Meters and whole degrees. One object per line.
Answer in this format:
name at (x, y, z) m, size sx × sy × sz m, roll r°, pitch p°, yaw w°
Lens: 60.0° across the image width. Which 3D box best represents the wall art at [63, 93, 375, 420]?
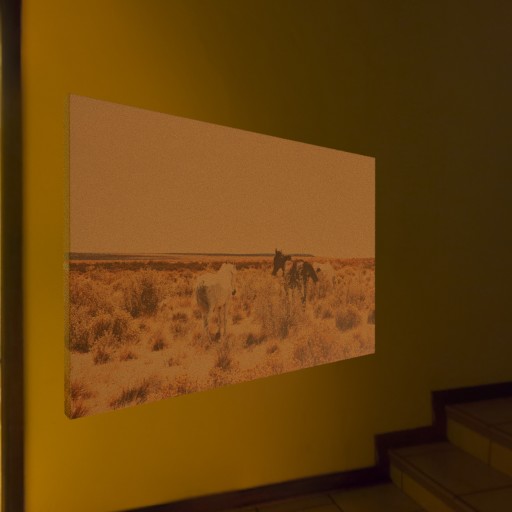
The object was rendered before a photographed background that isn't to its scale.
wall art at (0.000, 0.000, 1.400) m, size 1.138 × 0.761 × 0.051 m, roll 0°, pitch 0°, yaw -38°
